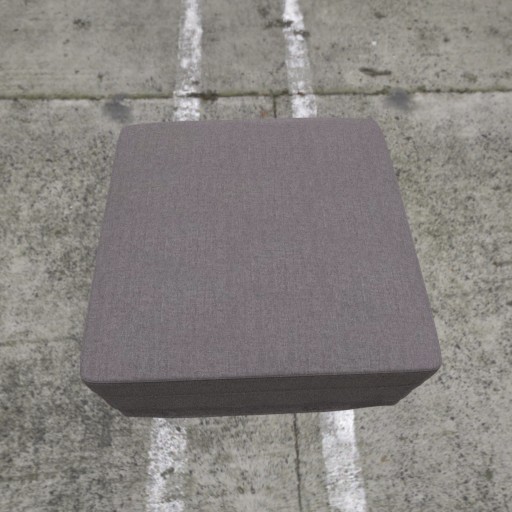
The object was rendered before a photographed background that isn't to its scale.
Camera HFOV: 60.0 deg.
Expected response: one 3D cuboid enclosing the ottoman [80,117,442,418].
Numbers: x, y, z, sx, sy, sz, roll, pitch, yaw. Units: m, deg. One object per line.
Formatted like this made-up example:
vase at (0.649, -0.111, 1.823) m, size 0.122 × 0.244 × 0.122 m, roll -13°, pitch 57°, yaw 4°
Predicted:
ottoman at (0.000, 0.000, 1.336) m, size 0.843 × 0.436 × 0.840 m, roll -2°, pitch 59°, yaw -1°
